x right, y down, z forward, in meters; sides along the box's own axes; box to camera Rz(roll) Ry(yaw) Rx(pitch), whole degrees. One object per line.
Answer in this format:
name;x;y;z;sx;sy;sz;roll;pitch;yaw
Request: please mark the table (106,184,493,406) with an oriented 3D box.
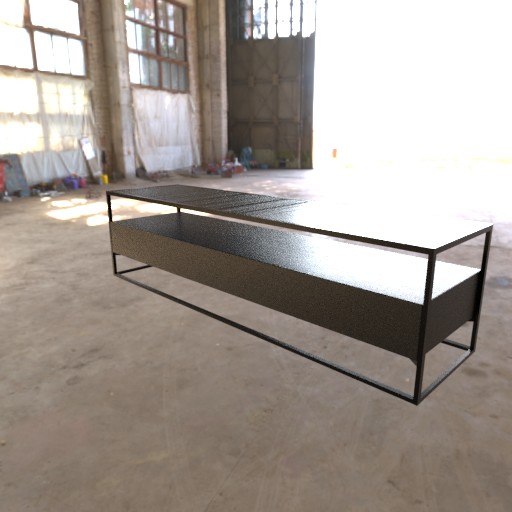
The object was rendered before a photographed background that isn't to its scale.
table;0.000;0.000;1.665;1.486;0.395;0.399;14;21;42
